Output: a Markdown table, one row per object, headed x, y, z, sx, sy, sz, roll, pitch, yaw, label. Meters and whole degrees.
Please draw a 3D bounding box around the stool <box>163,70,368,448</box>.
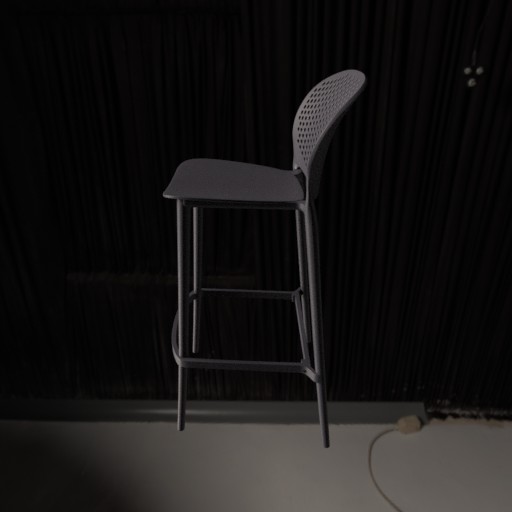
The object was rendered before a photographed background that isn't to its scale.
| x | y | z | sx | sy | sz | roll | pitch | yaw | label |
| --- | --- | --- | --- | --- | --- | --- | --- | --- | --- |
| 0.000 | 0.000 | 1.354 | 0.535 | 1.045 | 0.536 | 0 | 27 | 0 | stool |
